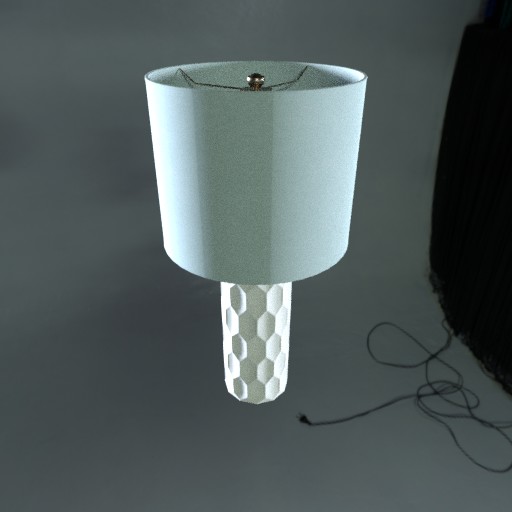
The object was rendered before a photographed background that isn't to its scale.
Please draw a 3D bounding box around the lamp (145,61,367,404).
[{"bbox_3d":[0.000,0.000,0.695,0.277,0.534,0.277,-8,31,-14],"label":"lamp"}]
